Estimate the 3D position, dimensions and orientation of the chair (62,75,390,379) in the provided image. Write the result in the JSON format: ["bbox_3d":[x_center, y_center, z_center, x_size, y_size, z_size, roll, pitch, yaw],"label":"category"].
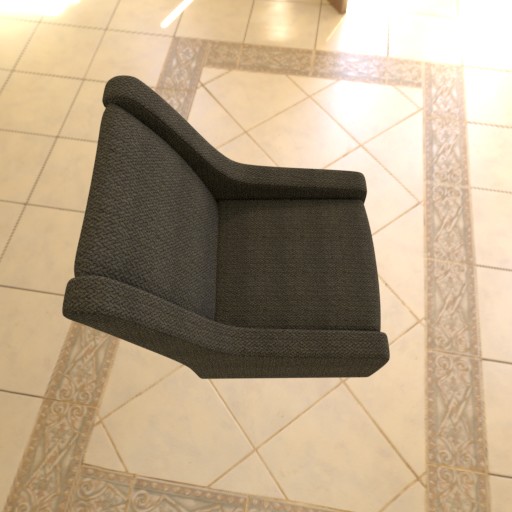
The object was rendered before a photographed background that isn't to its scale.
[{"bbox_3d":[0.000,0.000,1.659,0.944,1.012,0.793,0,64,0],"label":"chair"}]
